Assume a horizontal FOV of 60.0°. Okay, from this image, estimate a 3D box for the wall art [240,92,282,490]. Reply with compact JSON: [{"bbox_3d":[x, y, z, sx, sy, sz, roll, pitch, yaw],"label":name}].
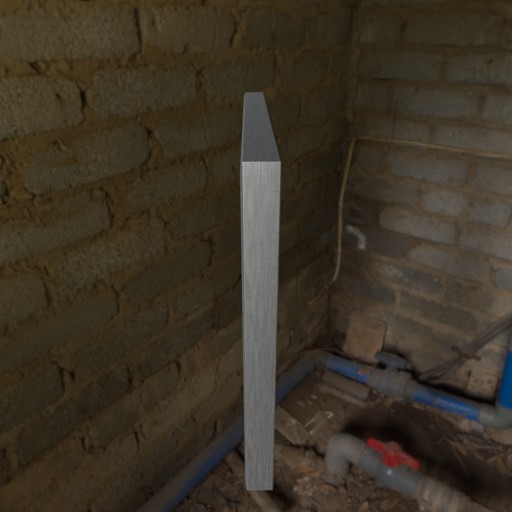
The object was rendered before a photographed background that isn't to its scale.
[{"bbox_3d":[0.000,0.000,0.536,0.028,0.330,0.380,0,27,-1],"label":"wall art"}]
